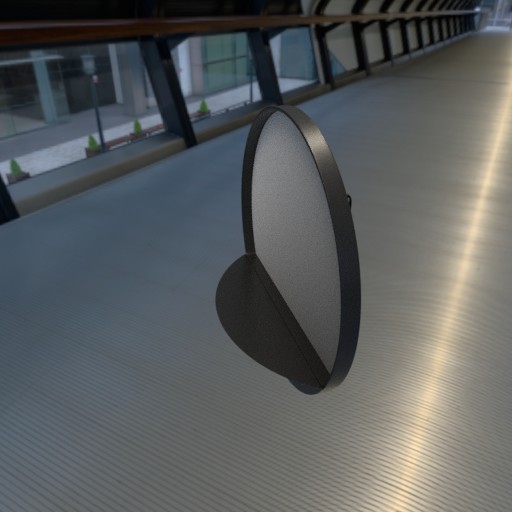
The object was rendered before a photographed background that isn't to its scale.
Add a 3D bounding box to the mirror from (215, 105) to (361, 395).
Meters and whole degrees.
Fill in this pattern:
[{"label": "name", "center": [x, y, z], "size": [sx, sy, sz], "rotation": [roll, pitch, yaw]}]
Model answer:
[{"label": "mirror", "center": [0.000, 0.000, 0.720], "size": [0.133, 0.457, 0.457], "rotation": [-9, 31, -15]}]
